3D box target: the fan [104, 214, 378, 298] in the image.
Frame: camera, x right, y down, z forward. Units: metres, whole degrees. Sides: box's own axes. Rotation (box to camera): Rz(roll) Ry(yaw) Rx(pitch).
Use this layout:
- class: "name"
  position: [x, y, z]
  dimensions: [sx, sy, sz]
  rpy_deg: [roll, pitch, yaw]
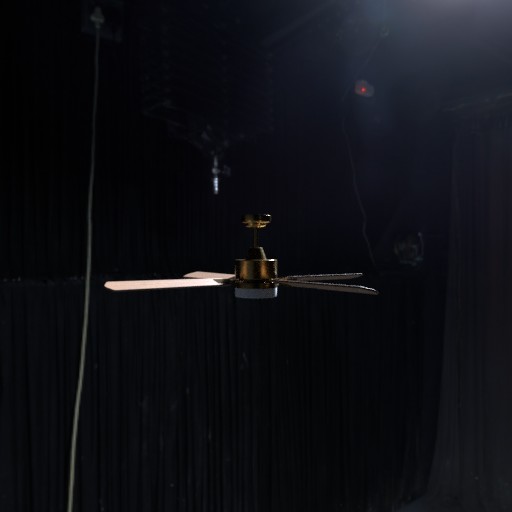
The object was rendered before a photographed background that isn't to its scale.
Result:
- class: "fan"
  position: [0.000, 0.000, 1.962]
  dimensions: [1.320, 0.355, 1.320]
  rpy_deg: [0, 1, -35]
